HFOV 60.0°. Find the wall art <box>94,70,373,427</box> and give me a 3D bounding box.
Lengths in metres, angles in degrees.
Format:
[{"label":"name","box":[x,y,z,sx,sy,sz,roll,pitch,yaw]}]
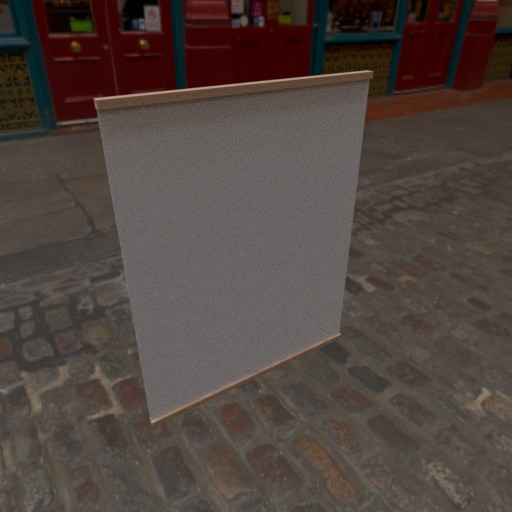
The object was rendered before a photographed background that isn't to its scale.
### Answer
[{"label":"wall art","box":[0.000,0.000,0.690,0.405,0.508,0.012,-18,34,-28]}]
